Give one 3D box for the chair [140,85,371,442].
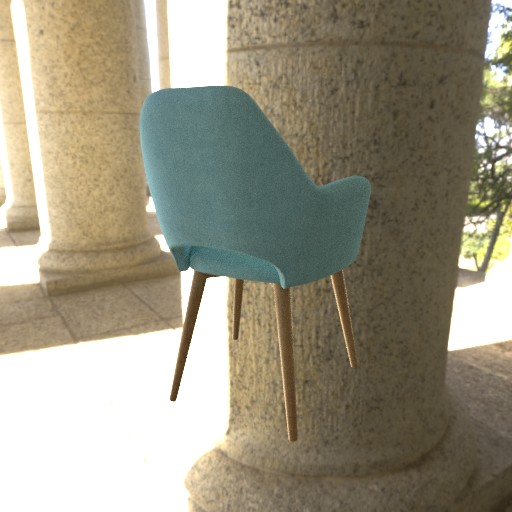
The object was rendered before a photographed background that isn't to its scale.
[{"bbox_3d":[0.000,0.000,1.244,0.590,0.840,0.610,8,17,27],"label":"chair"}]
